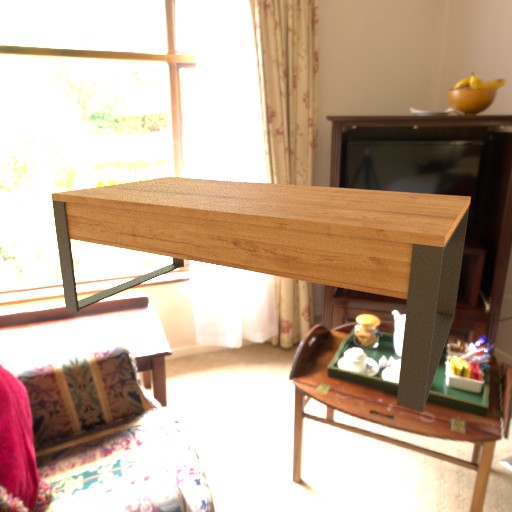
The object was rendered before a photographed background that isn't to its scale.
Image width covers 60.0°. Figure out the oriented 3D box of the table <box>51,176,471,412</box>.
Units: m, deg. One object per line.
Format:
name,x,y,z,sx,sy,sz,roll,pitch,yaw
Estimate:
table,0.000,0.000,1.445,1.180,0.400,0.590,9,19,28
